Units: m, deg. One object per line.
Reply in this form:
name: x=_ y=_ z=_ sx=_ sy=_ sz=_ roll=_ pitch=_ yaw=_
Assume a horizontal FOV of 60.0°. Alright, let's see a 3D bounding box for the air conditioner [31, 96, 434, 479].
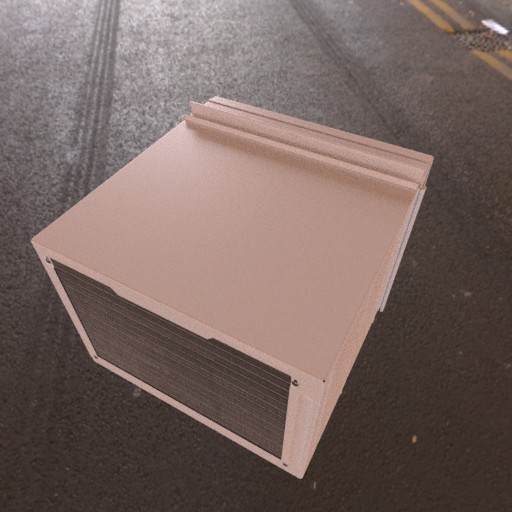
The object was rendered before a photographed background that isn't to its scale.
air conditioner: x=0.000 y=0.000 z=0.872 sx=0.503 sy=0.388 sz=0.546 roll=22 pitch=51 yaw=19
